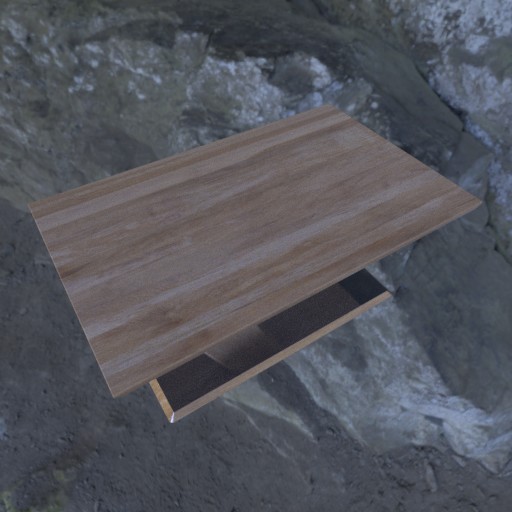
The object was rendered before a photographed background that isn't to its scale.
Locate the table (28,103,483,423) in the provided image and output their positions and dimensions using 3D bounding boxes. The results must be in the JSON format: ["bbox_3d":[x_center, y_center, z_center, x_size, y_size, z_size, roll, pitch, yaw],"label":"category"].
[{"bbox_3d":[0.000,0.000,1.423,1.100,0.441,0.692,-25,51,-22],"label":"table"}]
